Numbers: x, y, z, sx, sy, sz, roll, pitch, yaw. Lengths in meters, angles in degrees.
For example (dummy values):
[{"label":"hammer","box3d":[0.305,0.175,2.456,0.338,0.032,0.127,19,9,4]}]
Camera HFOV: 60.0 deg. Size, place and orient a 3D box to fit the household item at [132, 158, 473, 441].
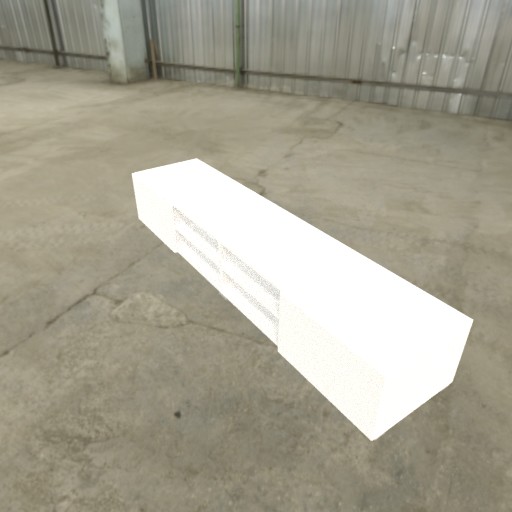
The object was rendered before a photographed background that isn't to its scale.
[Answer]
[{"label":"household item","box3d":[0.000,0.000,2.056,0.420,0.310,1.850,-21,38,-29]}]
